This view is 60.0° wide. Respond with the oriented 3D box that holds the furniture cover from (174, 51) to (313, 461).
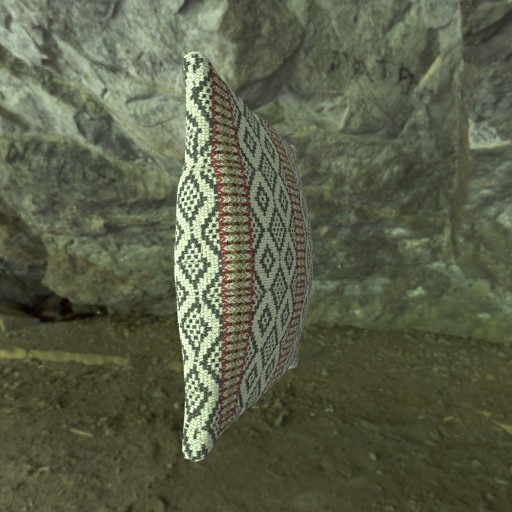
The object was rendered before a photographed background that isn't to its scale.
[{"bbox_3d":[0.000,0.000,0.777,0.182,0.506,0.503,0,0,18],"label":"furniture cover"}]
